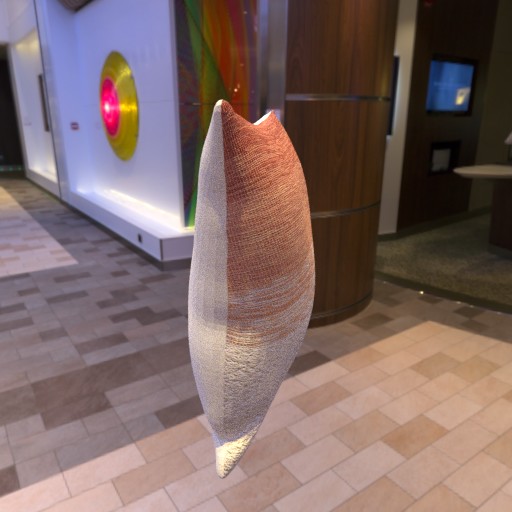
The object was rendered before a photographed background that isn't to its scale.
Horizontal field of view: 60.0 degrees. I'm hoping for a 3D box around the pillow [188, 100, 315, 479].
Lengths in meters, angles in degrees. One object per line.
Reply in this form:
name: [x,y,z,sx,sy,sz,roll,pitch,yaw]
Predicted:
pillow: [0.000,0.000,0.679,0.182,0.441,0.440,3,18,8]
